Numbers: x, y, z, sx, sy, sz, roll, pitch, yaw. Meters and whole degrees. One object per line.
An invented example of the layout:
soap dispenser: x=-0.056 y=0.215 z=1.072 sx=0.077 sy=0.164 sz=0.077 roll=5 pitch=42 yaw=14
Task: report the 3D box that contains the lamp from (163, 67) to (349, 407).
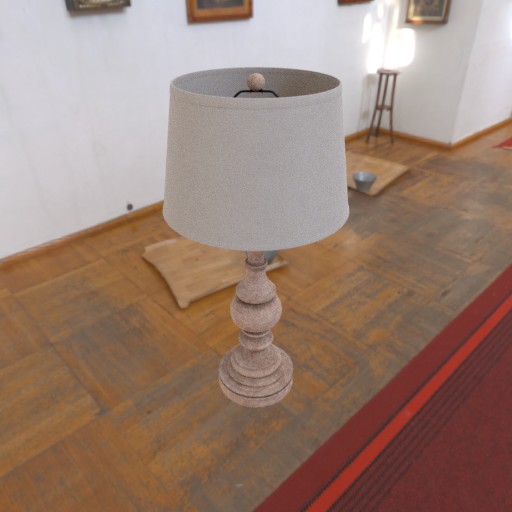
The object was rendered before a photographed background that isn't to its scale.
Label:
lamp: x=0.000 y=0.000 z=0.879 sx=0.340 sy=0.678 sz=0.340 roll=0 pitch=31 yaw=0
